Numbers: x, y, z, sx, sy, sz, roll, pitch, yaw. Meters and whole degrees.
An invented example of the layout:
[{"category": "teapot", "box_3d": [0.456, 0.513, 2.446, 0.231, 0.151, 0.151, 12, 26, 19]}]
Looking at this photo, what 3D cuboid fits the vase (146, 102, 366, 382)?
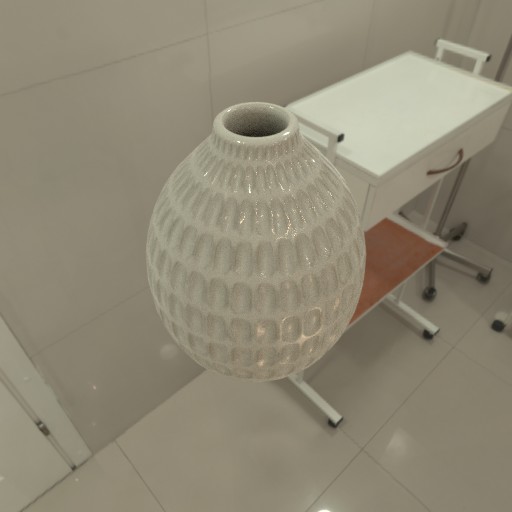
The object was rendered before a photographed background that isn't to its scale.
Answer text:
[{"category": "vase", "box_3d": [0.000, 0.000, 0.335, 0.162, 0.223, 0.162, 0, 45, 0]}]
